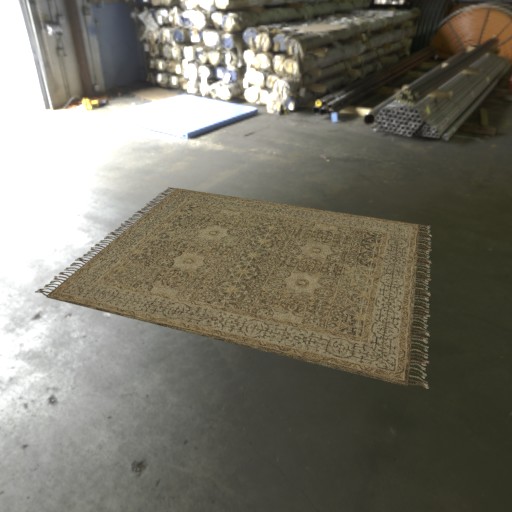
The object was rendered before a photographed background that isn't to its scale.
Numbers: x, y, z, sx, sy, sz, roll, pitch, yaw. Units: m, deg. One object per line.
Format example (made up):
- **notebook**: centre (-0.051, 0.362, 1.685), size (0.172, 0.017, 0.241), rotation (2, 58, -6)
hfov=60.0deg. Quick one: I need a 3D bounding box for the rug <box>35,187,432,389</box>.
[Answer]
- **rug**: centre (0.000, 0.000, 4.394), size (3.291, 0.017, 2.431), rotation (11, 34, 16)
